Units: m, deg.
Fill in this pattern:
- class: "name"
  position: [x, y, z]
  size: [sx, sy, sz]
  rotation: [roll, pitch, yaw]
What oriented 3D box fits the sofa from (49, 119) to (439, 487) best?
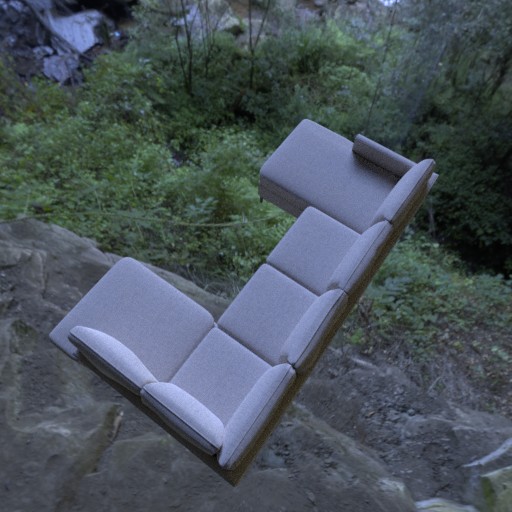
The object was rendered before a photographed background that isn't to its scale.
- class: "sofa"
  position: [0.000, 0.000, 4.208]
  size: [2.021, 0.996, 3.423]
  rotation: [33, 68, 15]
